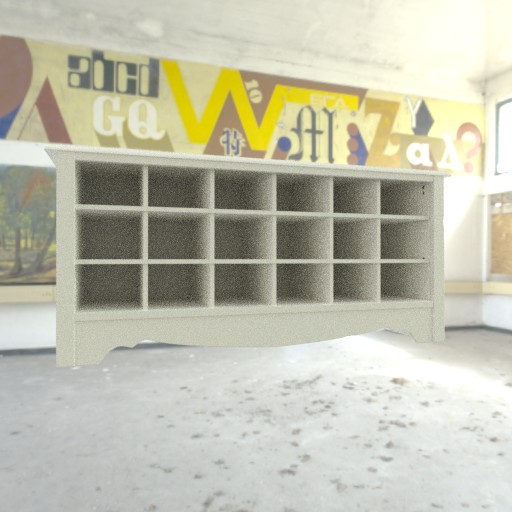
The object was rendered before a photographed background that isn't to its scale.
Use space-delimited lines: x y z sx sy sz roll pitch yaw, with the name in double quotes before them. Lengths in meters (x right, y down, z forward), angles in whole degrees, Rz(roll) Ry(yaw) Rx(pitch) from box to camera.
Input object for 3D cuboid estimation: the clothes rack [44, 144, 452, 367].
"clothes rack" 0.000 0.000 1.463 1.218 0.558 0.405 0 0 -17
